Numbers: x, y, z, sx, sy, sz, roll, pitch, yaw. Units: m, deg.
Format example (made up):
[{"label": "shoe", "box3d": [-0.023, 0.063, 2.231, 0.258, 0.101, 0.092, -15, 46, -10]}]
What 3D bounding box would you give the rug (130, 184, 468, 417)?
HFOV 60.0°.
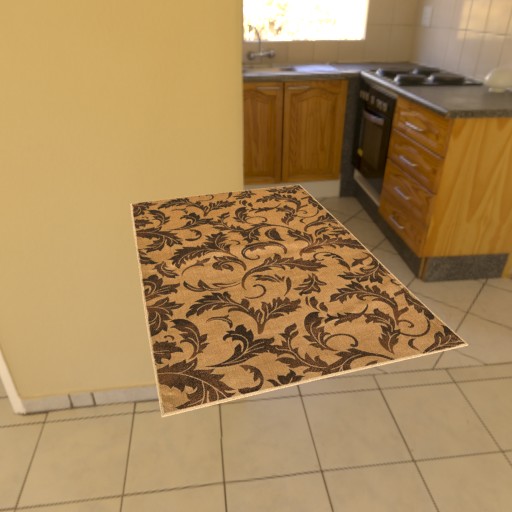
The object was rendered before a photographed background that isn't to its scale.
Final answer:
[{"label": "rug", "box3d": [0.000, 0.000, 2.955, 1.522, 0.008, 2.284, -9, 31, -15]}]
